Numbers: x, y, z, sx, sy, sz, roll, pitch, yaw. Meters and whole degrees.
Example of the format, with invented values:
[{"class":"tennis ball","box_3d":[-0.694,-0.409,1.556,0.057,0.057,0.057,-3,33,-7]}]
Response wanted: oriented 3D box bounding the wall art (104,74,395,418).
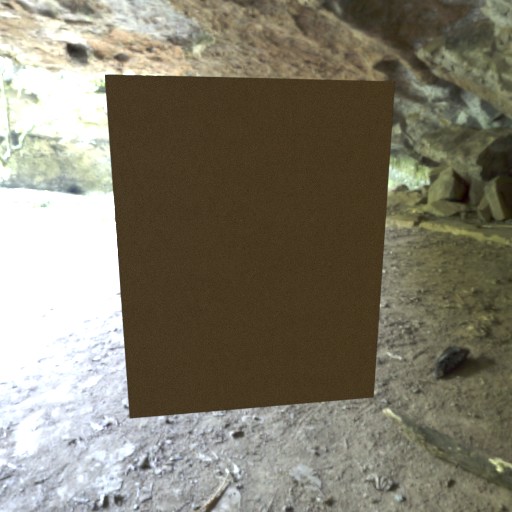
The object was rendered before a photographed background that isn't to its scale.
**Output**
[{"class":"wall art","box_3d":[0.000,0.000,1.333,0.798,1.002,0.030,-2,13,-8]}]
